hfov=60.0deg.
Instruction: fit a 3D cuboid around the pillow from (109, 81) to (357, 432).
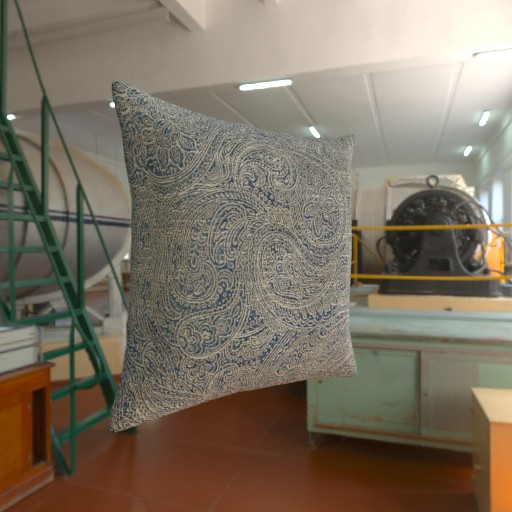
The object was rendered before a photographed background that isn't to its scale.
[{"bbox_3d":[0.000,0.000,0.786,0.523,0.510,0.166,0,1,-36],"label":"pillow"}]
